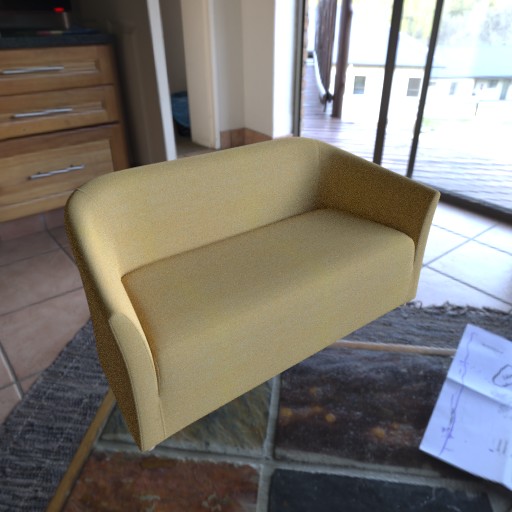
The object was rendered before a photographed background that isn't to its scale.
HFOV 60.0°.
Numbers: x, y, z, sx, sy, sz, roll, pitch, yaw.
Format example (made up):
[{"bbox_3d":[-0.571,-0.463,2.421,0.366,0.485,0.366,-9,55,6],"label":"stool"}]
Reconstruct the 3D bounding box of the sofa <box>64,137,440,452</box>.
[{"bbox_3d":[0.000,0.000,1.834,1.452,0.721,0.705,-20,35,-32],"label":"sofa"}]
